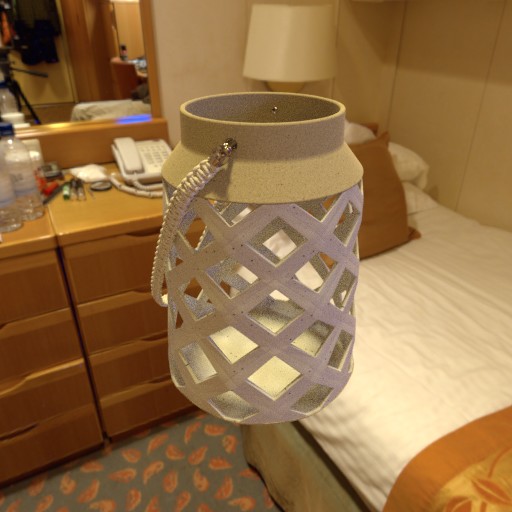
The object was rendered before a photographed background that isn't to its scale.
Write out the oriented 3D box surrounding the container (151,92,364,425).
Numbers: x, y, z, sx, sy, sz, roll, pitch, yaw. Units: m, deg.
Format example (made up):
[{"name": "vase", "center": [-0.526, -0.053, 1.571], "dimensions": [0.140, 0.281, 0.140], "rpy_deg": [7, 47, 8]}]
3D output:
[{"name": "container", "center": [0.000, 0.000, 0.403], "dimensions": [0.198, 0.264, 0.188], "rpy_deg": [8, 30, 14]}]
